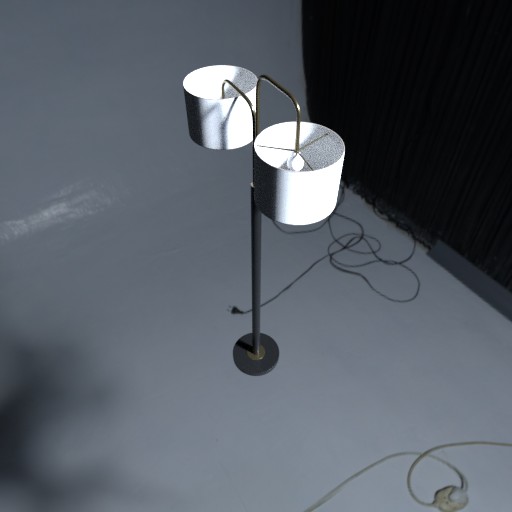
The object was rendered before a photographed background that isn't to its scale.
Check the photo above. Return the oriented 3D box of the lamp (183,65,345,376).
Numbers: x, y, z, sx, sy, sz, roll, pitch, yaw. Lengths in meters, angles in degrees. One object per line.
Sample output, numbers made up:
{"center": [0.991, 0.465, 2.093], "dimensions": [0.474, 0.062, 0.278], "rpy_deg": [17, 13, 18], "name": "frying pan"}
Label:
{"center": [0.000, 0.000, 1.856], "dimensions": [0.254, 1.587, 0.711], "rpy_deg": [-24, 51, -21], "name": "lamp"}
